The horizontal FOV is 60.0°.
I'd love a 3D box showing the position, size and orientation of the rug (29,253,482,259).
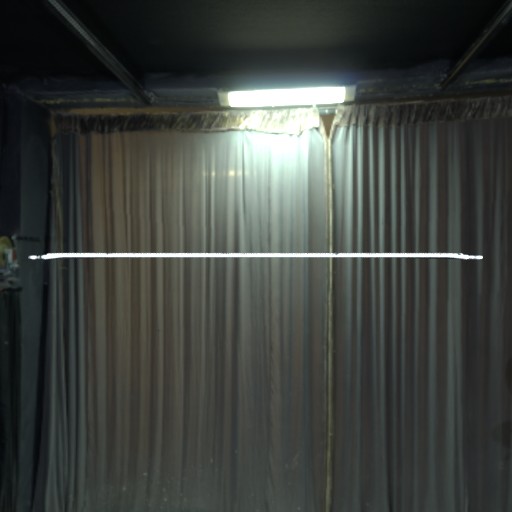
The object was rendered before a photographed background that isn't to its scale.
[{"bbox_3d":[0.000,0.000,2.948,2.307,0.031,1.494,0,0,1],"label":"rug"}]
